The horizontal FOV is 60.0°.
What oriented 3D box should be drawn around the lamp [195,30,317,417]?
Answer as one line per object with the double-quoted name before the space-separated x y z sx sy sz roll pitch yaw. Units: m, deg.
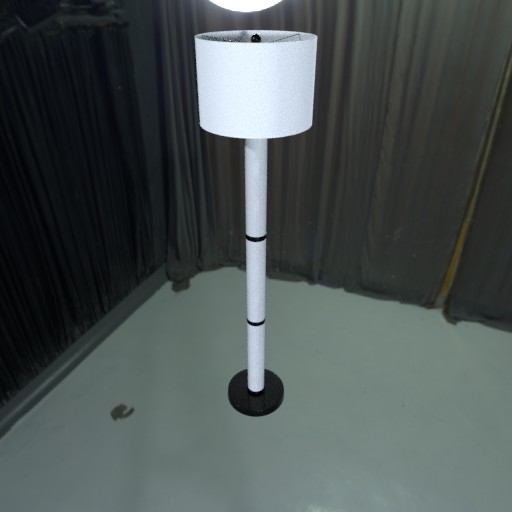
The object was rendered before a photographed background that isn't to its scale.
"lamp" 0.000 0.000 1.776 0.377 1.599 0.377 11 33 17
